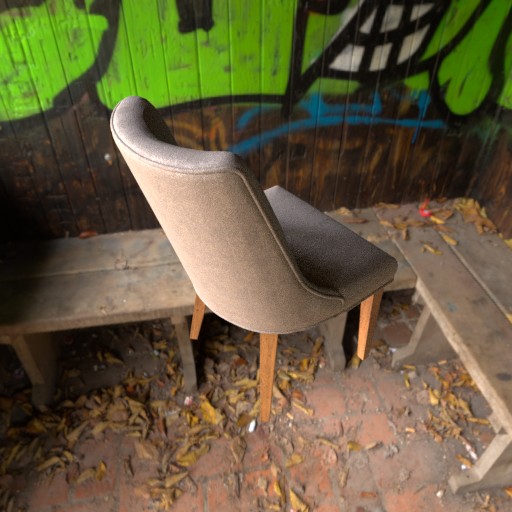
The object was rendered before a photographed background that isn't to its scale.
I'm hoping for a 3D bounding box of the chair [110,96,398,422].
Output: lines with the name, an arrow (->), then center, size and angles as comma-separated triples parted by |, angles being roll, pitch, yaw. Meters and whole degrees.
chair -> 0.000, 0.000, 1.285 | 0.636, 0.916, 0.548 | -27, 47, -28
